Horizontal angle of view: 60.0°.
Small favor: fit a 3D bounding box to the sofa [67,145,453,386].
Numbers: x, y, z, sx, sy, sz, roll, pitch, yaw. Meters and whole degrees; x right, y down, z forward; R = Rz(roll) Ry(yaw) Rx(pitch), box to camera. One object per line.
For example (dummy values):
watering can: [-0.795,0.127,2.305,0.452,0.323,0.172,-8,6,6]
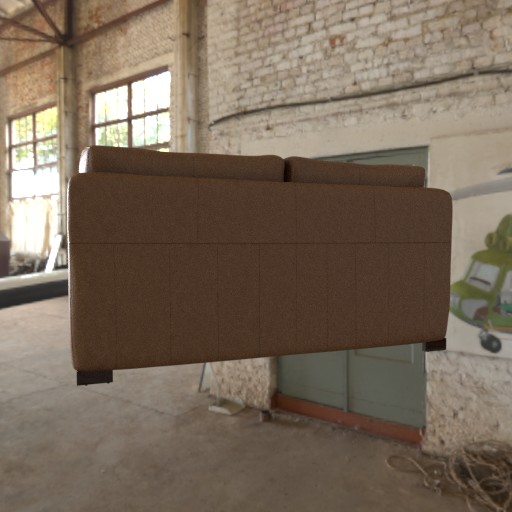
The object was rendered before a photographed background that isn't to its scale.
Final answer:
sofa: [0.000,0.000,2.436,1.855,0.980,0.962,-1,2,-19]
